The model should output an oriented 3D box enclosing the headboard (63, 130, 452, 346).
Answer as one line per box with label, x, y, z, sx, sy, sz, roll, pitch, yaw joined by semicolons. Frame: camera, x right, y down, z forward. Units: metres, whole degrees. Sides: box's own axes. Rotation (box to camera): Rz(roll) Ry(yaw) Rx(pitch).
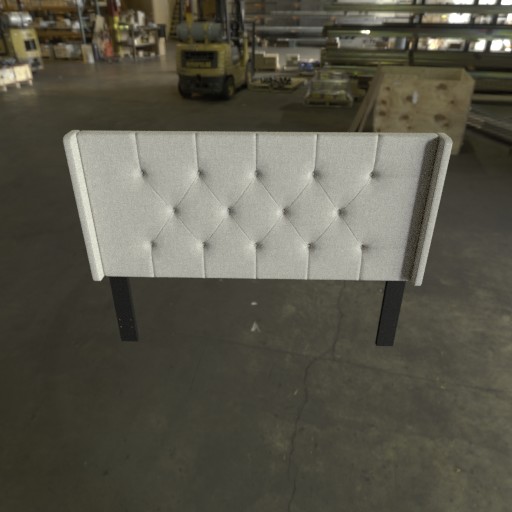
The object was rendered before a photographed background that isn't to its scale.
headboard;0.000;0.000;2.772;2.051;1.524;0.184;1;30;1
